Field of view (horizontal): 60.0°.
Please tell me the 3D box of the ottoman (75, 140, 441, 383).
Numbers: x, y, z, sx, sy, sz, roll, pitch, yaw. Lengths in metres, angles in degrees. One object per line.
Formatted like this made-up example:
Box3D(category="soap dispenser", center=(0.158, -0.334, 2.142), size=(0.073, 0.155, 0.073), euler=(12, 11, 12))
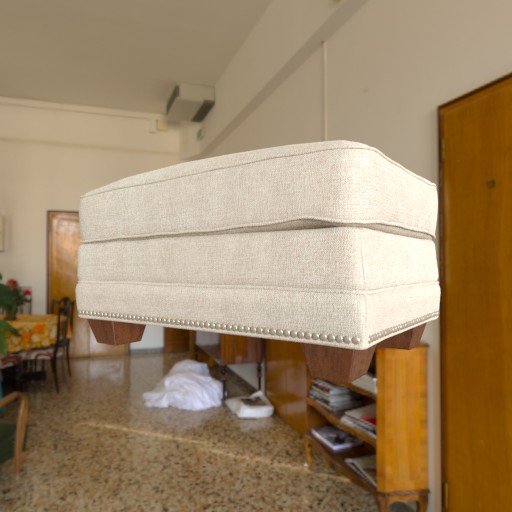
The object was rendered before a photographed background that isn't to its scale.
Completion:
Box3D(category="ottoman", center=(0.000, 0.000, 1.155), size=(0.813, 0.458, 0.559), euler=(-1, -1, 35))
